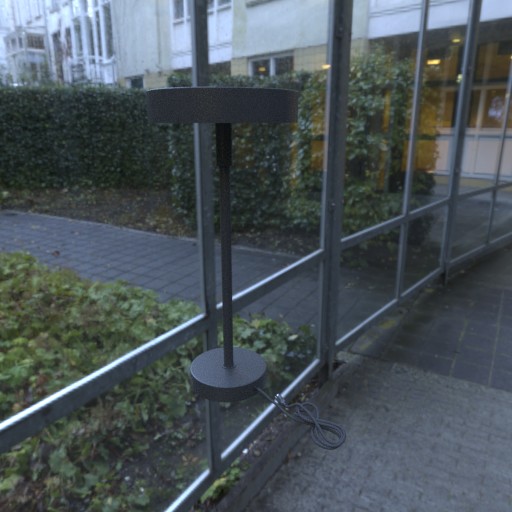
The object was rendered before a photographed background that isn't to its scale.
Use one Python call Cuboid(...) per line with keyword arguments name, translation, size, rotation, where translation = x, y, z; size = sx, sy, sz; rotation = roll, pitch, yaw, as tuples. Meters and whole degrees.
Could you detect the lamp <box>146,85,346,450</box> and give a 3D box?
Cuboid(name="lamp", translation=(0.000, 0.000, 0.698), size=(0.369, 0.508, 0.229), rotation=(16, 23, 42))
